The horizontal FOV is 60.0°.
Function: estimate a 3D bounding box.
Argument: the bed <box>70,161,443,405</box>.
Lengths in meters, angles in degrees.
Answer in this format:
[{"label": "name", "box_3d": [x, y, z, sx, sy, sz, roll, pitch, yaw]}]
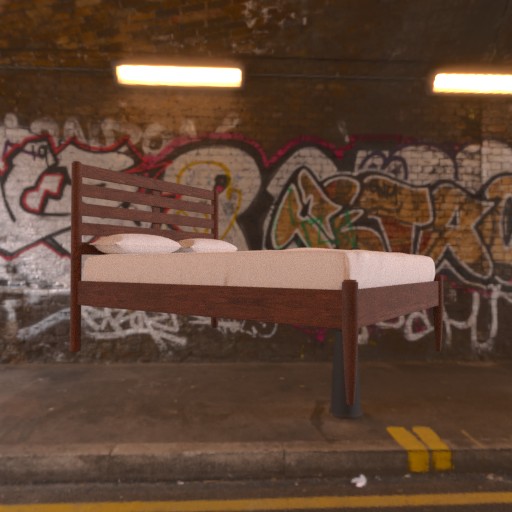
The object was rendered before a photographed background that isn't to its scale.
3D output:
[{"label": "bed", "box_3d": [0.000, 0.000, 3.047, 2.093, 1.304, 1.509, -1, -2, 36]}]
